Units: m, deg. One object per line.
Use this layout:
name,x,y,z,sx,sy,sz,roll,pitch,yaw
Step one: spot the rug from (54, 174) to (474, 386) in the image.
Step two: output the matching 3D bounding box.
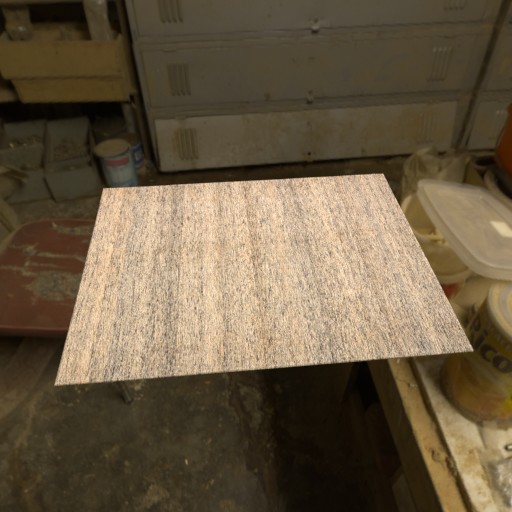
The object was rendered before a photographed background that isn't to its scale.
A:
rug,0.000,0.000,4.206,3.199,0.036,2.414,-4,45,-4
